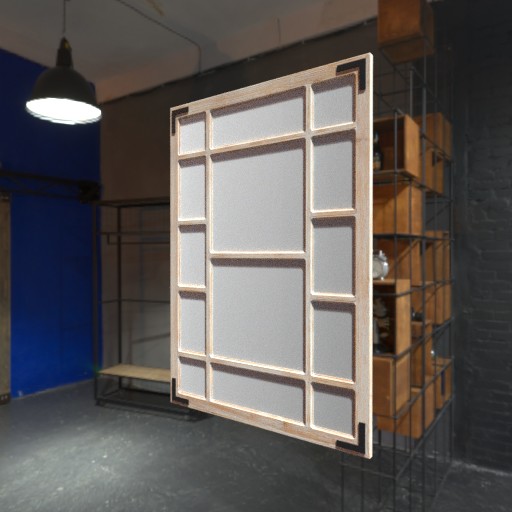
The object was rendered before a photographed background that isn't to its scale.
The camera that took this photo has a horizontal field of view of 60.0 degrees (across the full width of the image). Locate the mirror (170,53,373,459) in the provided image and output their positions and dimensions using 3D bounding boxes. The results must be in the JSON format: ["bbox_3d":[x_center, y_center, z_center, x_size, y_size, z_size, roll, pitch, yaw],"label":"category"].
[{"bbox_3d":[0.000,0.000,1.300,0.705,0.996,0.025,0,0,36],"label":"mirror"}]
